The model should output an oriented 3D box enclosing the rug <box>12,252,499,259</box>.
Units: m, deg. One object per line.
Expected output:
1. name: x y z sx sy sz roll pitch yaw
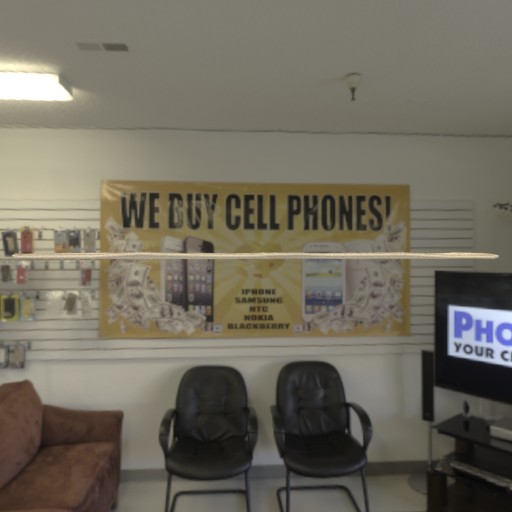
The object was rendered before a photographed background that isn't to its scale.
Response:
1. rug: 0.000 0.000 2.569 2.381 0.036 0.831 0 -1 -1
